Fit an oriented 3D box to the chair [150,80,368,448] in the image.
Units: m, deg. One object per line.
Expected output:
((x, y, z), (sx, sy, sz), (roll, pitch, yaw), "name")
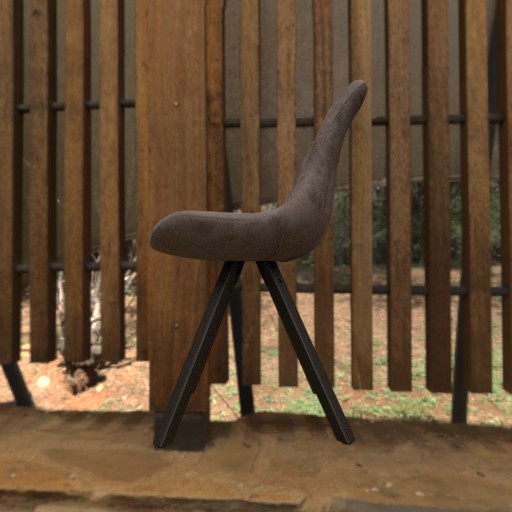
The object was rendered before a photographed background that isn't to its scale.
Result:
((0.000, 0.000, 1.193), (0.550, 0.850, 0.485), (0, -2, -1), "chair")
